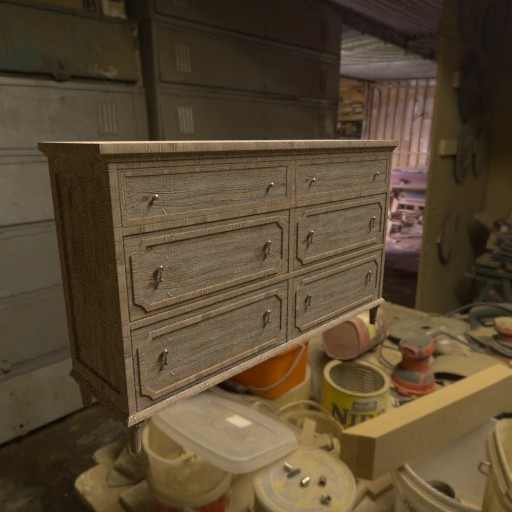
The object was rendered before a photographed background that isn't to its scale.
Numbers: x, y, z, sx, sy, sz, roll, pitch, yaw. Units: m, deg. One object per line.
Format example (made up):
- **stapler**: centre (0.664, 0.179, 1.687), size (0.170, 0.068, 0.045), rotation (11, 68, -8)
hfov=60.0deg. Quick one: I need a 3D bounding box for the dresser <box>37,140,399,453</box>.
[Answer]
- **dresser**: centre (0.000, 0.000, 2.023), size (1.626, 1.016, 0.457), rotation (-14, 21, -43)
